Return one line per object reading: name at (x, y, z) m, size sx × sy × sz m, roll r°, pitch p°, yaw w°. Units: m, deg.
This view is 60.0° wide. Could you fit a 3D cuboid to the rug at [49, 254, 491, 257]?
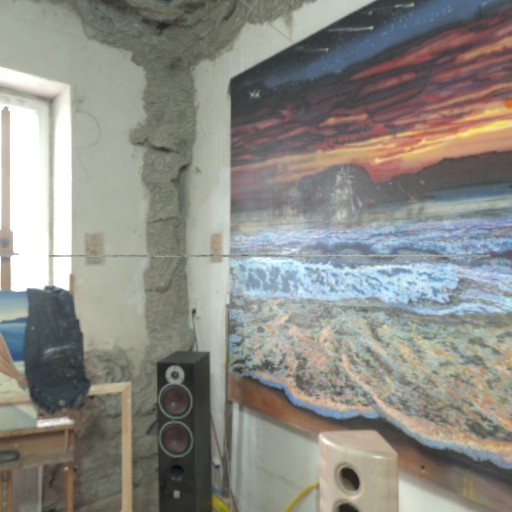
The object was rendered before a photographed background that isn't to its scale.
rug at (0.000, 0.000, 2.697) m, size 2.434 × 0.013 × 0.770 m, roll 0°, pitch 0°, yaw 19°
